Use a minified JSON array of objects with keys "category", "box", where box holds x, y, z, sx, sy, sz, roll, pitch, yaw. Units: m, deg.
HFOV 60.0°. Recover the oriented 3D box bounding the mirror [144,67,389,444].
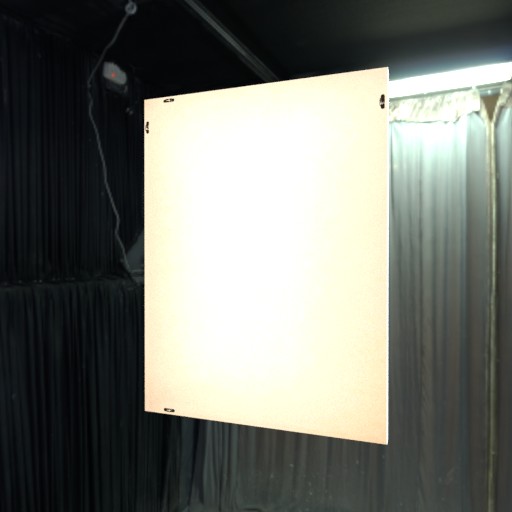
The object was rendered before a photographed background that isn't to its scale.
[{"category":"mirror","box":[0.000,0.000,1.335,0.762,1.016,0.040,0,0,20]}]
